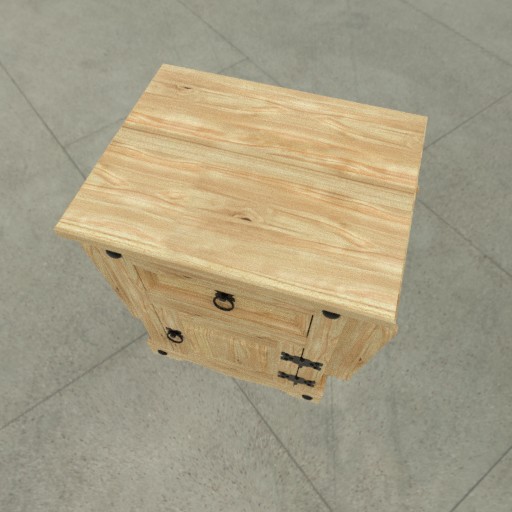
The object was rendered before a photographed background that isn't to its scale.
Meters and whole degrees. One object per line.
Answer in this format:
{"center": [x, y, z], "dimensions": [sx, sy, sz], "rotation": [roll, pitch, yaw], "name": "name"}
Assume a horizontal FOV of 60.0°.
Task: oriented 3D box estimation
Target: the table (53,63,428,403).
{"center": [0.000, 0.000, 0.886], "dimensions": [0.530, 0.515, 0.380], "rotation": [15, 60, 9], "name": "table"}
